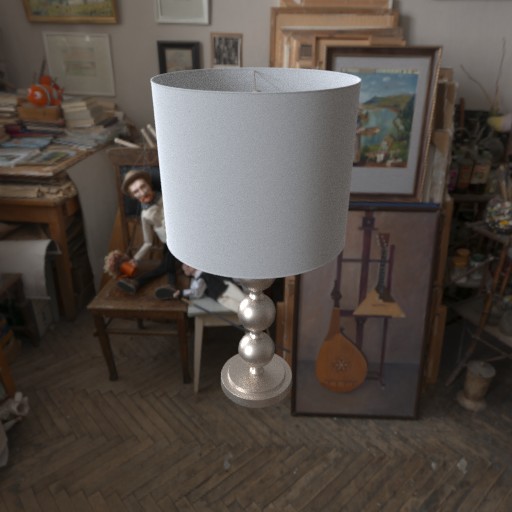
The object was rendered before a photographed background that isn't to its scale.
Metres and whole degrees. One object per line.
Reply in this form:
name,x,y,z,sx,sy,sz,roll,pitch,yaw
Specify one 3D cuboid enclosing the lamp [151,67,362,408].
lamp,0.000,0.000,0.715,0.277,0.538,0.277,-18,33,-30
